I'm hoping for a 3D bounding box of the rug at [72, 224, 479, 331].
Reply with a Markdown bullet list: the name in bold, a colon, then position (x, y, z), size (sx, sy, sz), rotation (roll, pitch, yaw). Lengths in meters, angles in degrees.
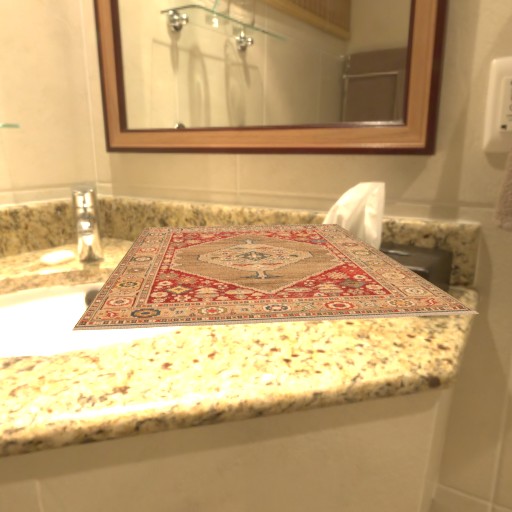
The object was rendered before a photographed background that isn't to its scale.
- **rug**: position (0.000, 0.000, 4.137), size (2.451, 0.008, 3.143), rotation (-2, 15, -6)
